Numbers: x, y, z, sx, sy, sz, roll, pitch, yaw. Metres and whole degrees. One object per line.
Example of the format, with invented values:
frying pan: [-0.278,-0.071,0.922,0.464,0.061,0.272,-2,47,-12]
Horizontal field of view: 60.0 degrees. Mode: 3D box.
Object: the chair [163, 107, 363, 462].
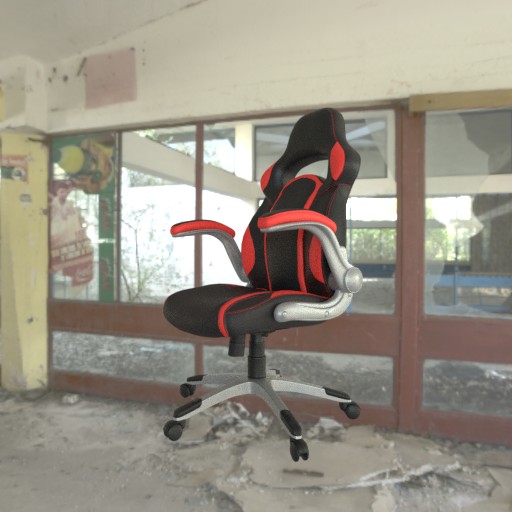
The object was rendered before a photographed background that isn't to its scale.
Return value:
chair: [0.000,0.000,1.603,0.712,1.165,0.758,0,1,-36]
